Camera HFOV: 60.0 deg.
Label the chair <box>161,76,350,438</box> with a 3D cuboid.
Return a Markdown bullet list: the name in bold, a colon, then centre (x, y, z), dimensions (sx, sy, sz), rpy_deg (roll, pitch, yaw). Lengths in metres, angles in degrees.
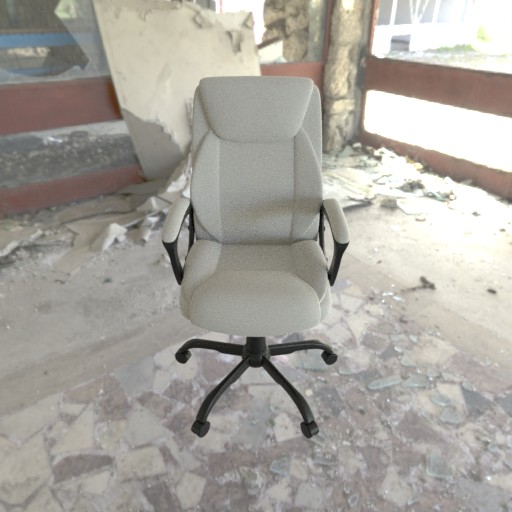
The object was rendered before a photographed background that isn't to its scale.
- **chair**: centre (0.000, 0.000, 1.498), dimensions (0.663, 1.065, 0.669), rpy_deg (0, 30, 1)
